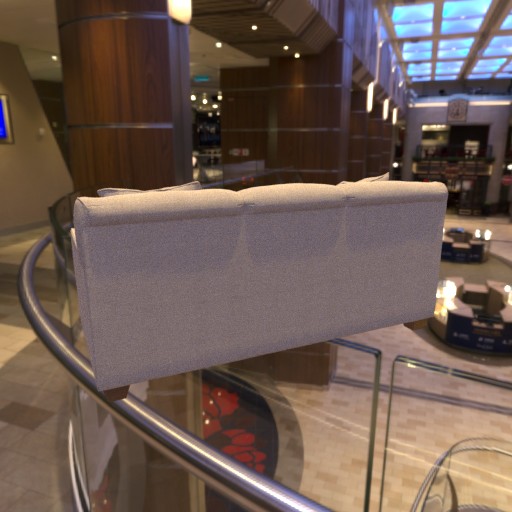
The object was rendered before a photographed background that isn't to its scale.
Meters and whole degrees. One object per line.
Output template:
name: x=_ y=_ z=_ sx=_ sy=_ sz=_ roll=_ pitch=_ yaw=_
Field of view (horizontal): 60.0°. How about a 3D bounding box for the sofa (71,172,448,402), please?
sofa: x=0.000 y=0.000 z=2.665 sx=2.024 sy=0.958 sz=0.997 roll=-7 pitch=16 yaw=-25
